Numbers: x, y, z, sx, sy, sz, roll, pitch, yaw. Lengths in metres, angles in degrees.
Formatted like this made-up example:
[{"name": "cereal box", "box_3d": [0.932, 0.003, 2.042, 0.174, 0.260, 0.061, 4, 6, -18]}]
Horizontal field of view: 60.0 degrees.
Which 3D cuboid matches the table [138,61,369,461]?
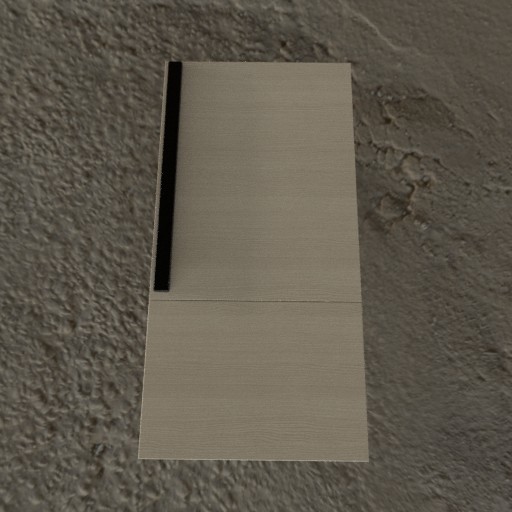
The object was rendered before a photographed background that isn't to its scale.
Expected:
[{"name": "table", "box_3d": [0.000, 0.000, 0.801, 0.322, 0.242, 0.644, 1, 76, 0]}]
